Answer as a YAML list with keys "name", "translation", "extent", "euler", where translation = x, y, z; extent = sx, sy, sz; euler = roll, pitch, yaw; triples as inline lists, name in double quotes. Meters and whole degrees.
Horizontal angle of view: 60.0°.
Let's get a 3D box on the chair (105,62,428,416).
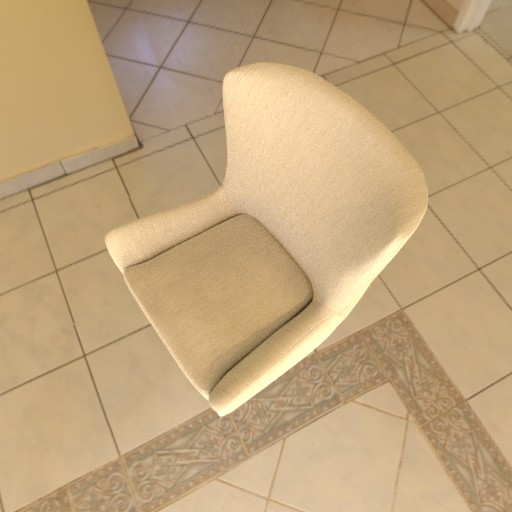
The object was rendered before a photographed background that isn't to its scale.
- name: "chair"
  translation: [0.000, 0.000, 1.668]
  extent: [0.904, 1.000, 0.779]
  euler: [-34, 68, -16]
